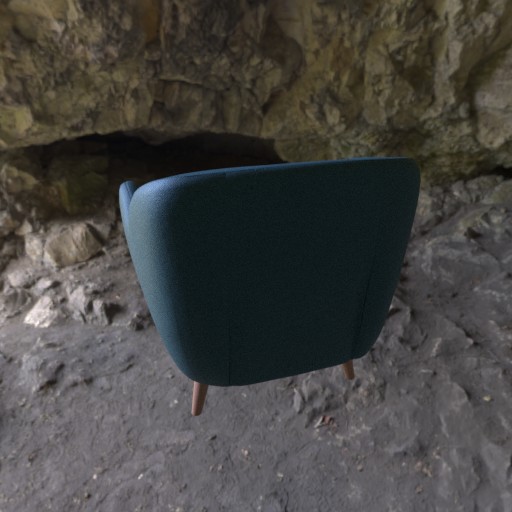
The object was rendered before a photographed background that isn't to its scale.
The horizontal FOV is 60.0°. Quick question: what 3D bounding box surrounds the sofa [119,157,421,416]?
[{"bbox_3d":[0.000,0.000,1.508,0.836,0.817,0.825,-8,26,-16],"label":"sofa"}]
